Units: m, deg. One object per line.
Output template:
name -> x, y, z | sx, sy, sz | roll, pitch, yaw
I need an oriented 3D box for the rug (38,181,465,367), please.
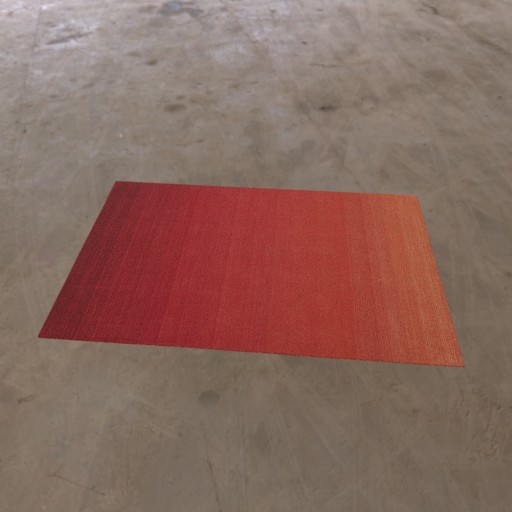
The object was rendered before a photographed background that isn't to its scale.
rug -> 0.000, 0.000, 3.048 | 2.442, 0.010, 1.531 | 3, 46, 3
